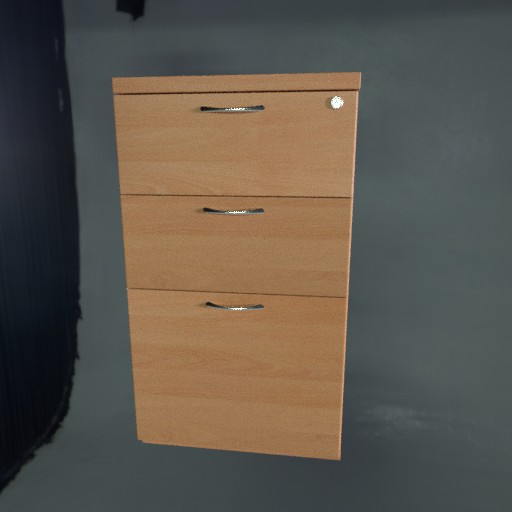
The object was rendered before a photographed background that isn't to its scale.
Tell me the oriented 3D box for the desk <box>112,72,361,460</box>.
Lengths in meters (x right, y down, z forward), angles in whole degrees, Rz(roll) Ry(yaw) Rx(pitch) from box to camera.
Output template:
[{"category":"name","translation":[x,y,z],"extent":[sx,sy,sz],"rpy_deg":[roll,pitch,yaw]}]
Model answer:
[{"category":"desk","translation":[0.000,0.000,1.069],"extent":[0.404,0.730,0.600],"rpy_deg":[2,14,8]}]
